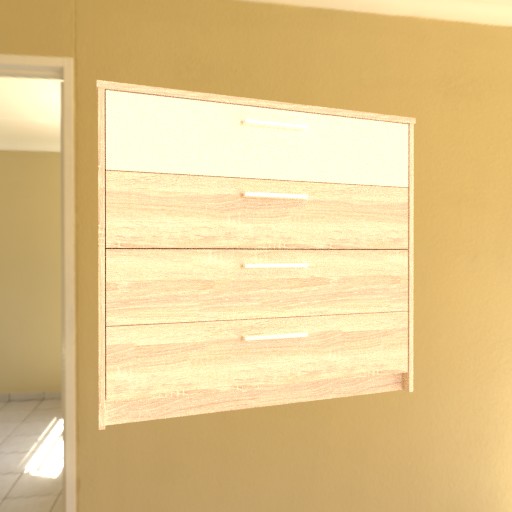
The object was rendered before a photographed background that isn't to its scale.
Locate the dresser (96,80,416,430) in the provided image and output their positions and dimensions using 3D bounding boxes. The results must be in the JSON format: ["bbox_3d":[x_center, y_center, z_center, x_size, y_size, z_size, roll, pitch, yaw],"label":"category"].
[{"bbox_3d":[0.000,0.000,1.457,0.980,0.900,0.380,0,0,-19],"label":"dresser"}]
